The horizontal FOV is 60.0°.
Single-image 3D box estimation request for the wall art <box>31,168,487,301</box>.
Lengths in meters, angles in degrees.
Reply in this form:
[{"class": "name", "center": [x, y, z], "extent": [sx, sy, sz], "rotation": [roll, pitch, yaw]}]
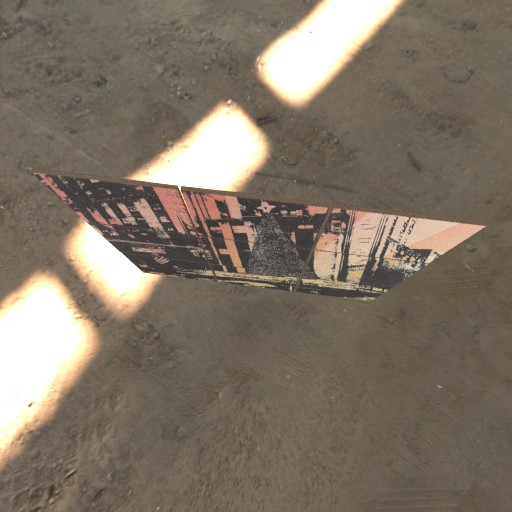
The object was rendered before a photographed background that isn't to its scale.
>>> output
[{"class": "wall art", "center": [0.000, 0.000, 1.329], "extent": [0.919, 0.917, 0.010], "rotation": [7, 75, 2]}]
